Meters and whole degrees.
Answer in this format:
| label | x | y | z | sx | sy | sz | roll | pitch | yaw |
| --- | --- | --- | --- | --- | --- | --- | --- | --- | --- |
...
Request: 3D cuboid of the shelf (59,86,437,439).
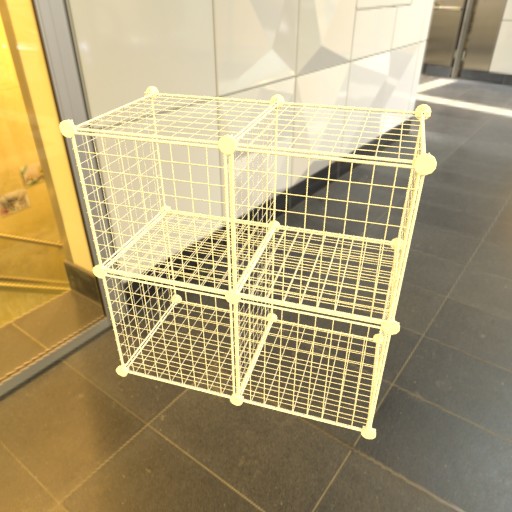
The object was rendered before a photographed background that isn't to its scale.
| label | x | y | z | sx | sy | sz | roll | pitch | yaw |
| --- | --- | --- | --- | --- | --- | --- | --- | --- | --- |
| shelf | 0.000 | 0.000 | 1.118 | 0.711 | 0.711 | 0.356 | 9 | 33 | 15 |
